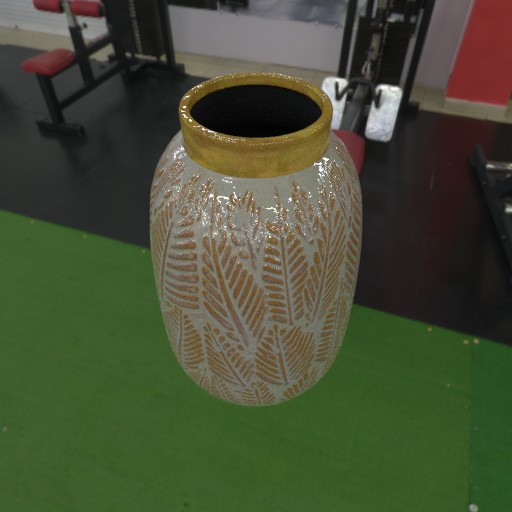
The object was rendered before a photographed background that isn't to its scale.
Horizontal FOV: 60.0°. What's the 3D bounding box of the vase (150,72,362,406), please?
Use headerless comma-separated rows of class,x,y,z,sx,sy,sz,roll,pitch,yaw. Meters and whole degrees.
vase,0.000,0.000,0.372,0.172,0.270,0.172,0,45,0
